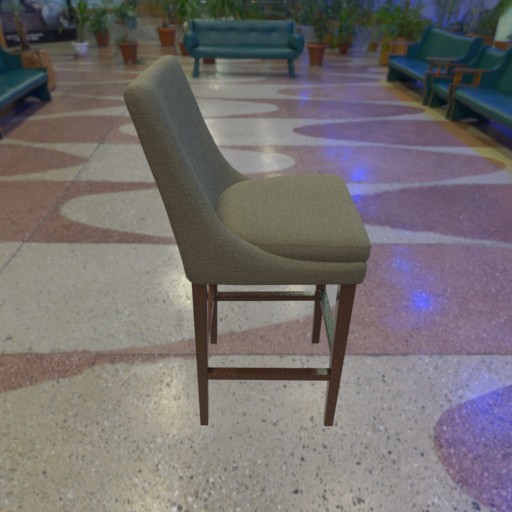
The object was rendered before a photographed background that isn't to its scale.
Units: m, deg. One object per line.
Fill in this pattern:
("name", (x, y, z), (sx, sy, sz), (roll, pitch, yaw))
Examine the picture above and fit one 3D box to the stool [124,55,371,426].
("stool", (0.000, 0.000, 1.357), (0.577, 1.078, 0.470), (0, 33, 0))
